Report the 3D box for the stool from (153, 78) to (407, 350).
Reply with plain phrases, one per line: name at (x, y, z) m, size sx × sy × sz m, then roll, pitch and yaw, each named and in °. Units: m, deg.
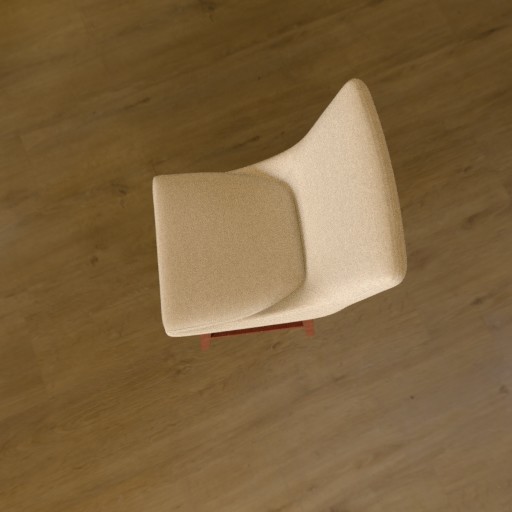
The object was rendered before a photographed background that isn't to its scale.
stool at (0.000, 0.000, 1.389) m, size 0.559 × 1.092 × 0.470 m, roll -7°, pitch 76°, yaw -2°
